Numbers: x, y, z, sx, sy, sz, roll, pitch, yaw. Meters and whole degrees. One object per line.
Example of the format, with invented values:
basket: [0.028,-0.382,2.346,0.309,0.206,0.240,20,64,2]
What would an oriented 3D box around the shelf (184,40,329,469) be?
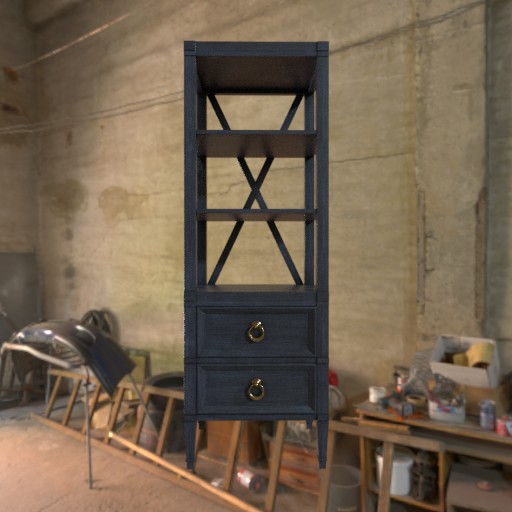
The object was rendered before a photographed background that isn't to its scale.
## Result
shelf: [0.000,0.000,2.007,0.584,1.727,0.472,0,0,-1]
